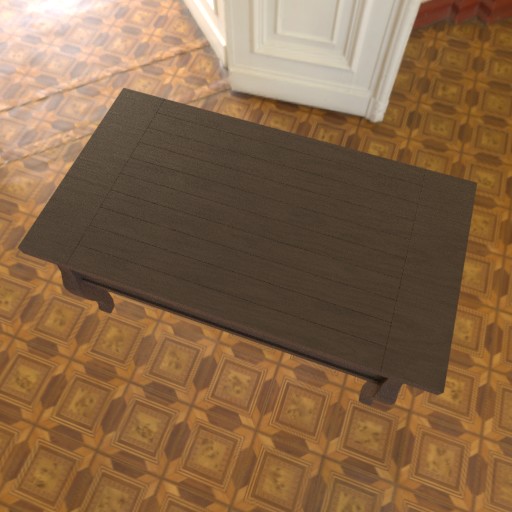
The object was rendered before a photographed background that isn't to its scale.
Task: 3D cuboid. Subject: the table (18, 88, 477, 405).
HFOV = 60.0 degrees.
[{"bbox_3d":[0.000,0.000,1.375,1.062,0.494,0.600,18,65,8],"label":"table"}]
